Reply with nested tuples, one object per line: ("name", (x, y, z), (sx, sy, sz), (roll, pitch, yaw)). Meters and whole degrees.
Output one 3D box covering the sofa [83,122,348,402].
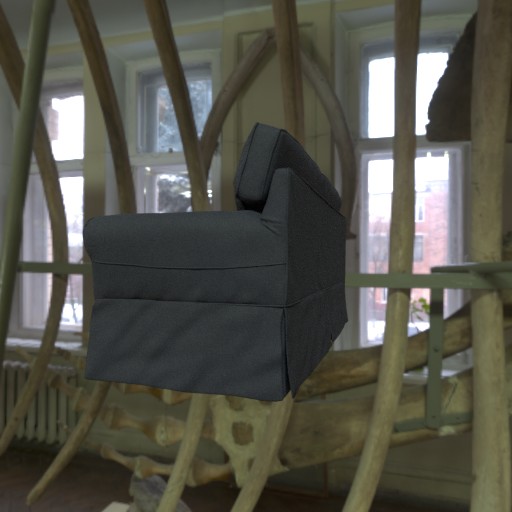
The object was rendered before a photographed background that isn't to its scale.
("sofa", (0.000, 0.000, 2.832), (0.983, 1.094, 2.256), (0, 0, 17))
